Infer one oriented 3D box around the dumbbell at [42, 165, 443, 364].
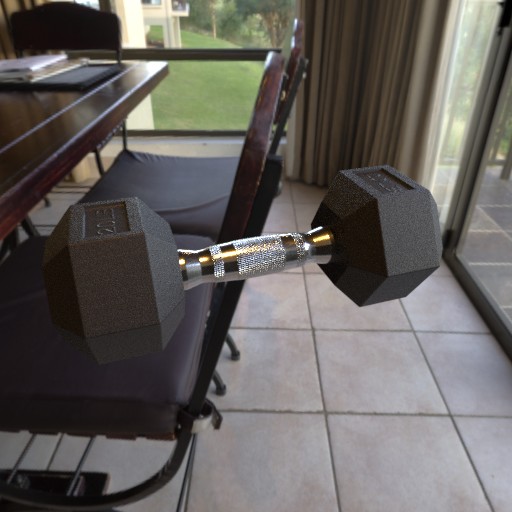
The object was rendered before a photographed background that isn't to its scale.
[{"bbox_3d":[0.000,0.000,0.320,0.272,0.092,0.106,-10,33,-15],"label":"dumbbell"}]
